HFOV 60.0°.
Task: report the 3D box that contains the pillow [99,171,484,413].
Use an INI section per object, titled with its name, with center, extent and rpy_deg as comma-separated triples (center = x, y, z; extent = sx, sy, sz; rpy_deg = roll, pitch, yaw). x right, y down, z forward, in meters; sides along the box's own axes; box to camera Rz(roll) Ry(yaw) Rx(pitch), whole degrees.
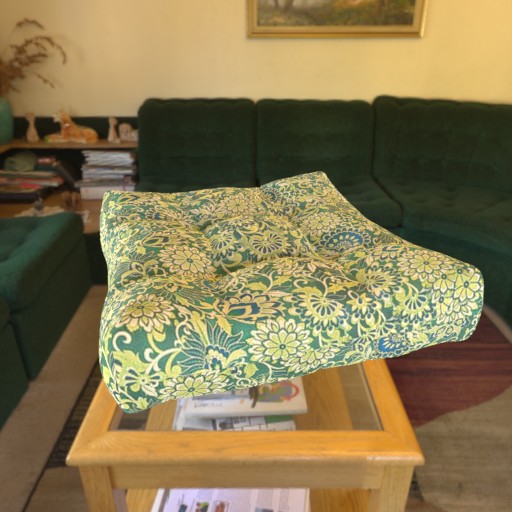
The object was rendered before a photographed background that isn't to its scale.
[pillow]
center = 0.000, 0.000, 0.697
extent = 0.468, 0.128, 0.490
rpy_deg = -8, 27, -16
